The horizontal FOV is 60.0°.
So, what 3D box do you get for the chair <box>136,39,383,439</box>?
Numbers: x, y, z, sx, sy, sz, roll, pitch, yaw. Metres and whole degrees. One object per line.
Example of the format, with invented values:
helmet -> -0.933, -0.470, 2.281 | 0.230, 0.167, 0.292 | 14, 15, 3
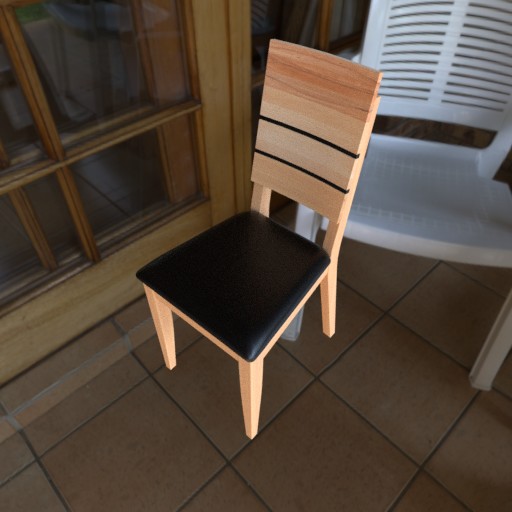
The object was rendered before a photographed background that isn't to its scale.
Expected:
chair -> 0.000, 0.000, 1.212 | 0.410, 0.940, 0.520 | 31, 53, 27
